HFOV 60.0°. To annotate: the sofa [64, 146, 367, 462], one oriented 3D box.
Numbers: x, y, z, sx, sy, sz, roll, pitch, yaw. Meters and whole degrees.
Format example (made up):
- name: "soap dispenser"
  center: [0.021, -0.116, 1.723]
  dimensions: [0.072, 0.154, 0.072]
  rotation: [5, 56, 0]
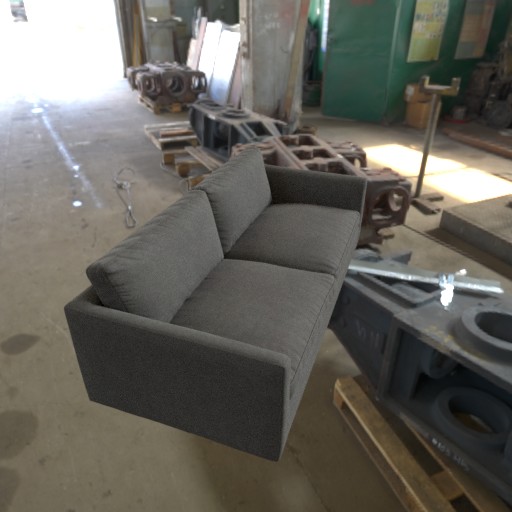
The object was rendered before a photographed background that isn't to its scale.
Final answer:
- name: "sofa"
  center: [0.000, 0.000, 2.889]
  dimensions: [1.092, 0.838, 2.257]
  rotation: [11, 32, 17]
